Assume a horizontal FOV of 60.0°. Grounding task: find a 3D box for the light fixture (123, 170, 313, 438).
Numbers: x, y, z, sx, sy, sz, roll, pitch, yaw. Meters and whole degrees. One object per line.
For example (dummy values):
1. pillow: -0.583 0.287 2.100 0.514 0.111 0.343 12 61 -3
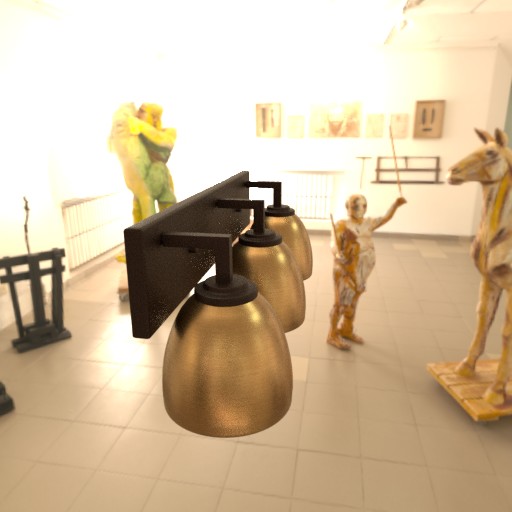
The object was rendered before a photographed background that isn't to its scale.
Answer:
1. light fixture: 0.000 0.000 0.681 0.157 0.204 0.582 3 17 9
